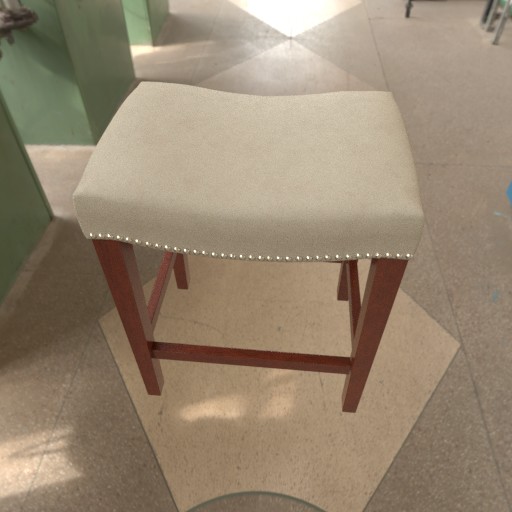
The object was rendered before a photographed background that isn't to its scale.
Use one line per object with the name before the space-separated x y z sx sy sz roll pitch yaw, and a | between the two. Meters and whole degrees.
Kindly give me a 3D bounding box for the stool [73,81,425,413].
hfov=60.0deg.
stool | 0.000 0.000 0.945 0.509 0.632 0.375 4 46 4
